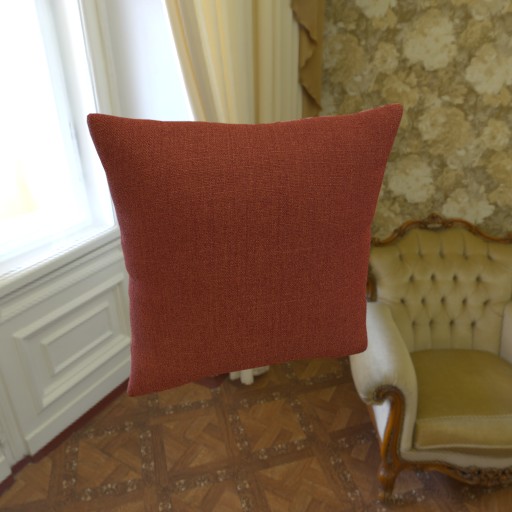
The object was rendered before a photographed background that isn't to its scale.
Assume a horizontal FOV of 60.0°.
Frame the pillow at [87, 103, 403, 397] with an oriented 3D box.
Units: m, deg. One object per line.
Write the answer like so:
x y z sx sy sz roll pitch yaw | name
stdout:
0.000 0.000 0.671 0.429 0.434 0.159 -8 27 -16 | pillow
